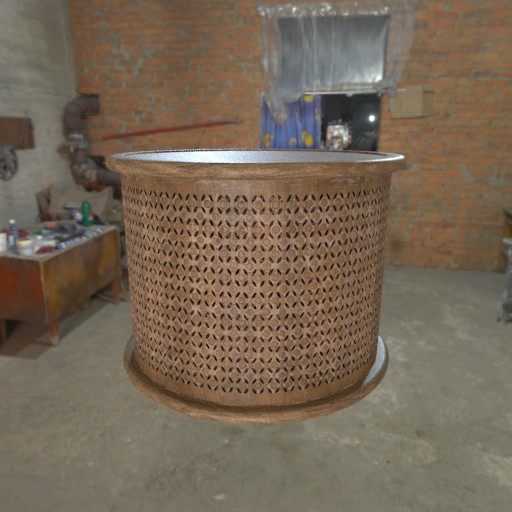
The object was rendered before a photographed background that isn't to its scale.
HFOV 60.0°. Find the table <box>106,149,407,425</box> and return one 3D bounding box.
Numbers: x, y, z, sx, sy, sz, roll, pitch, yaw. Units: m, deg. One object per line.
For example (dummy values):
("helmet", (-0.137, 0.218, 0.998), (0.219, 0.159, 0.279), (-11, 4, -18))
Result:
("table", (0.000, 0.000, 0.998), (0.607, 0.450, 0.607), (0, 15, 0))
